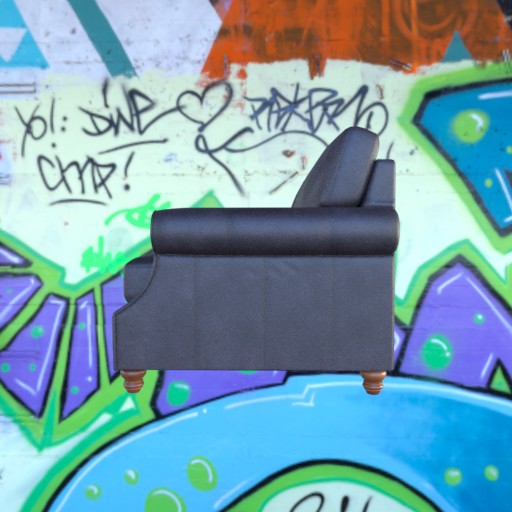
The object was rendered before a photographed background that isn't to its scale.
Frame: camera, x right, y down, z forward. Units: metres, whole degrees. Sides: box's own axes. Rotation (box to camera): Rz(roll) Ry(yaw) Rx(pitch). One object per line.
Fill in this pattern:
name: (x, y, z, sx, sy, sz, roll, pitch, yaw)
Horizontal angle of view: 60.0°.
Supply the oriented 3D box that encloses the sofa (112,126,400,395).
sofa: (0.000, 0.000, 2.334, 1.030, 0.979, 1.663, 0, 1, 1)
